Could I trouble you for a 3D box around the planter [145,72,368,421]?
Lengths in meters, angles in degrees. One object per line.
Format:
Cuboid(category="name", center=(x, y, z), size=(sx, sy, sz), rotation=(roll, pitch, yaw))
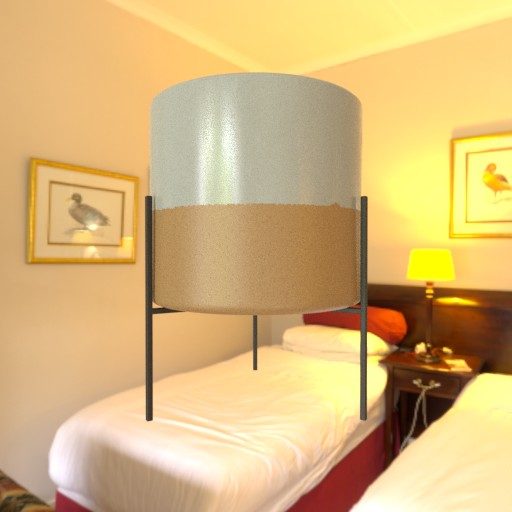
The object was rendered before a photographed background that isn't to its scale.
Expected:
Cuboid(category="planter", center=(0.000, 0.000, 0.746), size=(0.348, 0.480, 0.360), rotation=(0, 1, -1))
